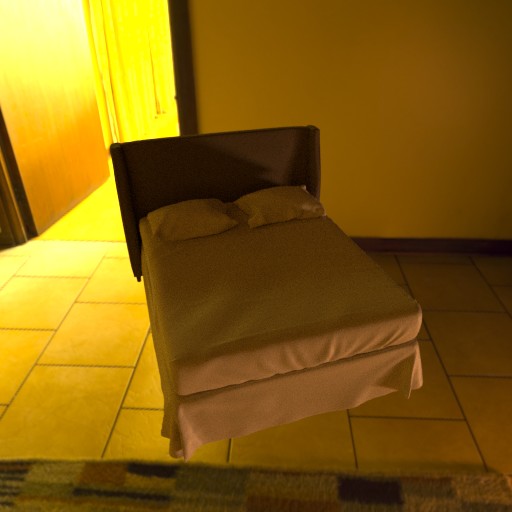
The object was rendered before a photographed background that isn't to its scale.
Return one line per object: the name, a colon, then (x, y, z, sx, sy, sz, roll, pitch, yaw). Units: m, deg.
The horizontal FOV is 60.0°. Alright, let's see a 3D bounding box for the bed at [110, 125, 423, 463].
bed: (0.000, 0.000, 3.454, 1.925, 1.332, 2.276, -10, 33, -15)
